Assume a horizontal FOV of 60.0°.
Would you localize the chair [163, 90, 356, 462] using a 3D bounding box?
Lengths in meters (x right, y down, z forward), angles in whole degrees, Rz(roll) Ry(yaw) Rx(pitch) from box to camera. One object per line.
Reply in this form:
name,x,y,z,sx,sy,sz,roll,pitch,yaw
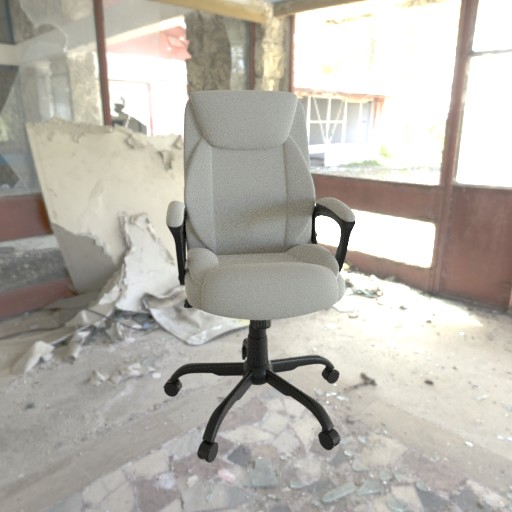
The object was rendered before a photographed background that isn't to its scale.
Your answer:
chair,0.000,0.000,1.458,0.663,1.065,0.669,-2,16,-8
